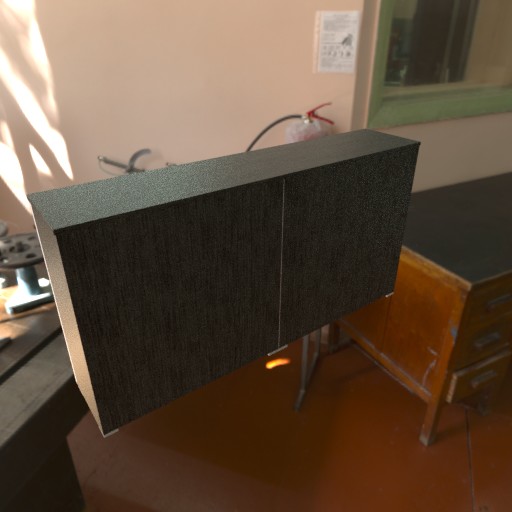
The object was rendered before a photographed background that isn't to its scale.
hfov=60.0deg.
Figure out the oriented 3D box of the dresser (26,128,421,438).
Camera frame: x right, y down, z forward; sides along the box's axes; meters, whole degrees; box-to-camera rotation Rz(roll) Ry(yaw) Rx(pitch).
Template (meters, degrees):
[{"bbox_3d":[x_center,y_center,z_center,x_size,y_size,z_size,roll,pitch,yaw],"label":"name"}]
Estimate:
[{"bbox_3d":[0.000,0.000,1.845,1.535,0.790,0.333,-19,34,-31],"label":"dresser"}]
